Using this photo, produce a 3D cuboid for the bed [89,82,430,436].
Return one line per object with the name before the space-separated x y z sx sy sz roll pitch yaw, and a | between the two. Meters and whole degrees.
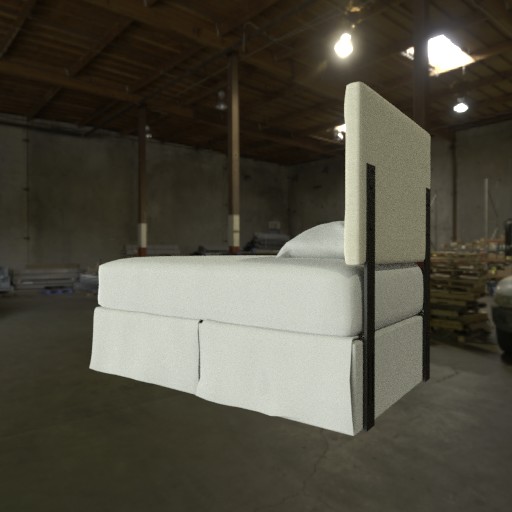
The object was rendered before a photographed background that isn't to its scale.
bed | 0.000 0.000 2.982 1.997 1.571 1.261 0 1 36
